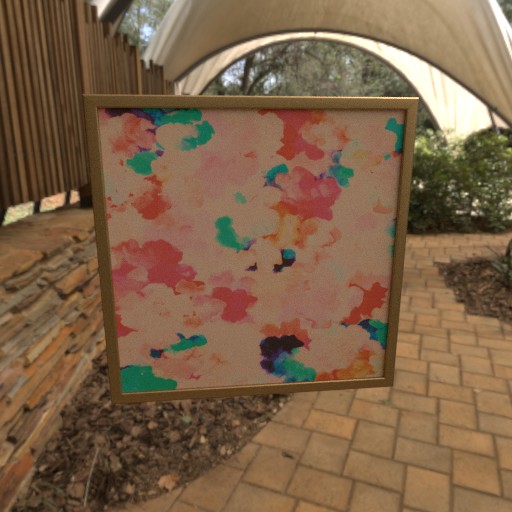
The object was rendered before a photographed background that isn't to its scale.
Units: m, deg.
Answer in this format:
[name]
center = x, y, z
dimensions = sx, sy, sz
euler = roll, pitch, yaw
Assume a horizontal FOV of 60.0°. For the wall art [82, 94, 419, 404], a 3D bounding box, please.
[wall art]
center = 0.000, 0.000, 0.751
dimensions = 0.510, 0.509, 0.037
euler = -2, 15, -6
